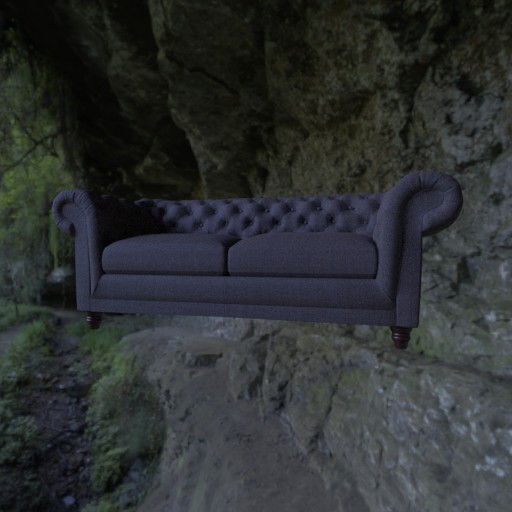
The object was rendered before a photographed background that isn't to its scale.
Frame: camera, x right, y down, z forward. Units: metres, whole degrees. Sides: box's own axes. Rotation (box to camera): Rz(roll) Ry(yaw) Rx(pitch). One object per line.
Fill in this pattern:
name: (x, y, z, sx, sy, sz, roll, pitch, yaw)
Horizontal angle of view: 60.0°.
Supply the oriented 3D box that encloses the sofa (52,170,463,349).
sofa: (0.000, 0.000, 2.525, 2.048, 0.780, 0.944, 0, 1, 18)
